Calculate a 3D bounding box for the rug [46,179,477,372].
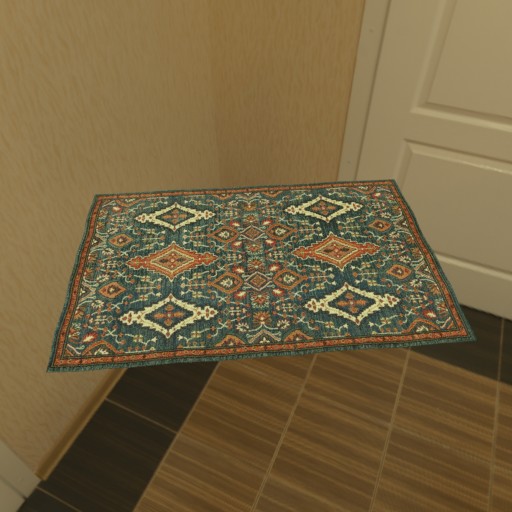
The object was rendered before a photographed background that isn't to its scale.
[{"bbox_3d":[0.000,0.000,4.165,3.371,0.008,2.190,-3,46,-3],"label":"rug"}]
